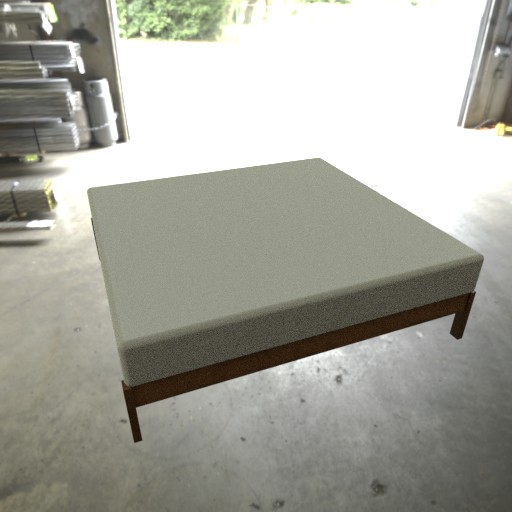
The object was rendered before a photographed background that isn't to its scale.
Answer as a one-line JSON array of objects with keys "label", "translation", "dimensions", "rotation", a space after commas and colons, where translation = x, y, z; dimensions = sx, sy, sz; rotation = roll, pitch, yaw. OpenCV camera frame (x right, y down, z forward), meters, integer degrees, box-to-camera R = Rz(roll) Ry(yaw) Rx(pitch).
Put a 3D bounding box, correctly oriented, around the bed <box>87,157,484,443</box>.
[{"label": "bed", "translation": [0.000, 0.000, 3.098], "dimensions": [2.049, 0.616, 1.930], "rotation": [-12, 32, -19]}]
